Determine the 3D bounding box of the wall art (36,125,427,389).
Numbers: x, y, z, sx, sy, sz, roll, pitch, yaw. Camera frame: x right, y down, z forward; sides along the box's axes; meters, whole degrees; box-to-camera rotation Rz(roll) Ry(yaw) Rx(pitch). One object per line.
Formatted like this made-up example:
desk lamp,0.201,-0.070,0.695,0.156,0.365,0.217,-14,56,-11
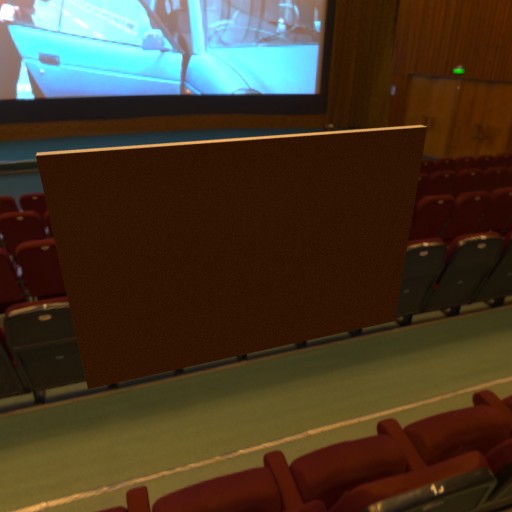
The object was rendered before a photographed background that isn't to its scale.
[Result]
wall art,0.000,0.000,1.162,0.932,0.610,0.027,-9,28,-17
